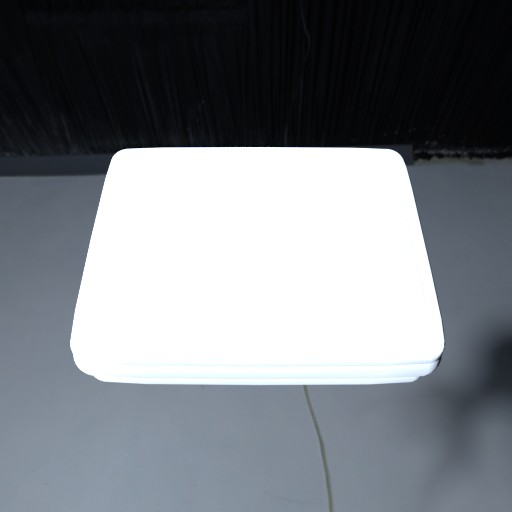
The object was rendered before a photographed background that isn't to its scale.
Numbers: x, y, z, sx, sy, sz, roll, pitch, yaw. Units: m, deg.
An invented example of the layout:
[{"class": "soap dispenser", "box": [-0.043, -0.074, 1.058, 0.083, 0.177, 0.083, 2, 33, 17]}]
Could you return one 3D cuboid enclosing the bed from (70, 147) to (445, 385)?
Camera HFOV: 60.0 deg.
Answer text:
[{"class": "bed", "box": [0.000, 0.000, 2.753, 2.036, 0.460, 1.520, 0, 59, 0]}]
